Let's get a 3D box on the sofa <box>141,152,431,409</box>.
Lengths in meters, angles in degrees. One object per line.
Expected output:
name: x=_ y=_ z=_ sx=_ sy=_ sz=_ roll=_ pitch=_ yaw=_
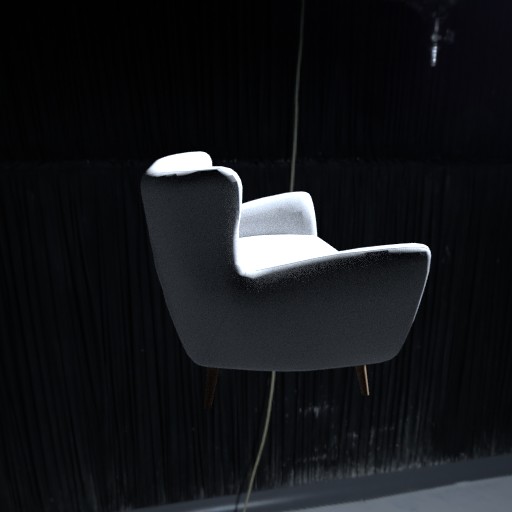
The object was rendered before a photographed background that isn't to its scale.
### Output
sofa: x=0.000 y=0.000 z=2.004 sx=0.921 sy=0.878 sz=1.424 roll=-3 pitch=15 yaw=-9
